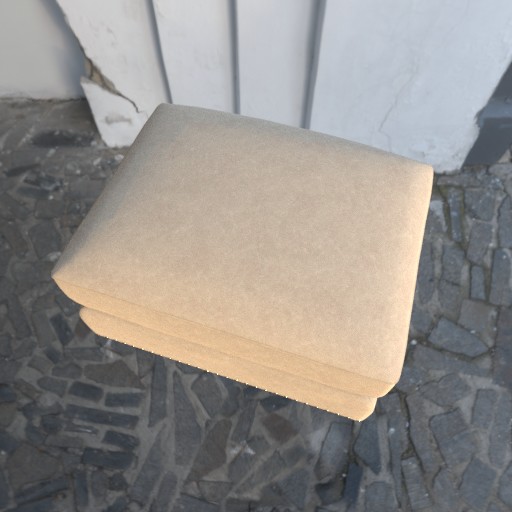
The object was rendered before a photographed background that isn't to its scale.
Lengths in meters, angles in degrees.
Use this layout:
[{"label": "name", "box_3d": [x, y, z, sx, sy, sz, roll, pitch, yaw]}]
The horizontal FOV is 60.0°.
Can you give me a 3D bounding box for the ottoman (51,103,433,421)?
[{"label": "ottoman", "box_3d": [0.000, 0.000, 1.153, 0.741, 0.513, 0.584, 16, 61, 9]}]
